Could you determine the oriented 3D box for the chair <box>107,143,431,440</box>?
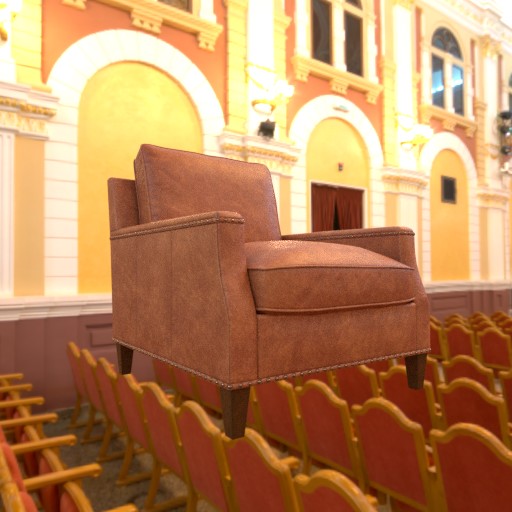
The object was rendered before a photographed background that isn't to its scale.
[{"bbox_3d":[0.000,0.000,1.716,0.853,0.943,1.014,1,-2,-36],"label":"chair"}]
